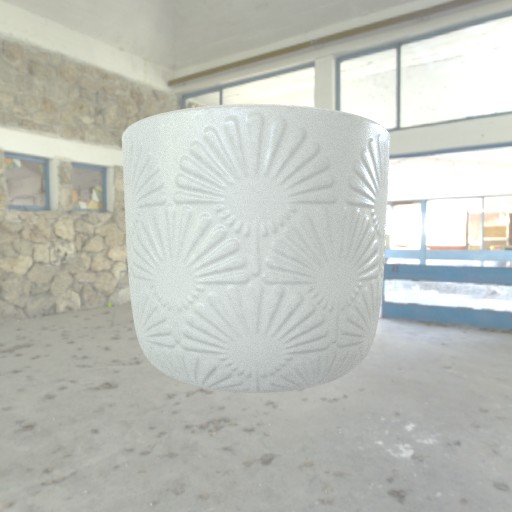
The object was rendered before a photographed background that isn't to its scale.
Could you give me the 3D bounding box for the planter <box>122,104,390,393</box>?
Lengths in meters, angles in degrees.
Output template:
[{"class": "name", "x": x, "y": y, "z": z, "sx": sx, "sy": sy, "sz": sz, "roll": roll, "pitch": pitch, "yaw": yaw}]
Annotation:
[{"class": "planter", "x": 0.000, "y": 0.000, "z": 0.215, "sx": 0.124, "sy": 0.109, "sz": 0.124, "roll": 0, "pitch": 2, "yaw": 0}]
